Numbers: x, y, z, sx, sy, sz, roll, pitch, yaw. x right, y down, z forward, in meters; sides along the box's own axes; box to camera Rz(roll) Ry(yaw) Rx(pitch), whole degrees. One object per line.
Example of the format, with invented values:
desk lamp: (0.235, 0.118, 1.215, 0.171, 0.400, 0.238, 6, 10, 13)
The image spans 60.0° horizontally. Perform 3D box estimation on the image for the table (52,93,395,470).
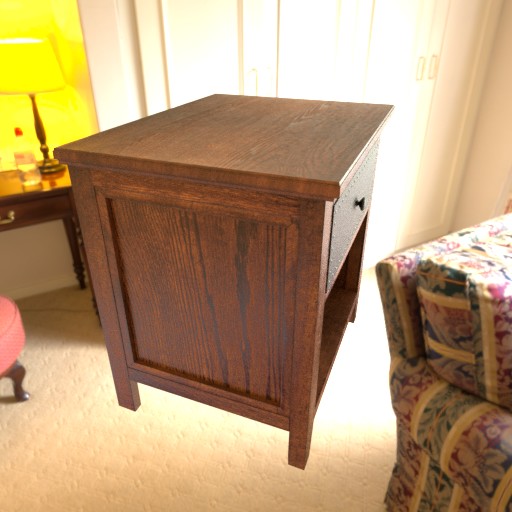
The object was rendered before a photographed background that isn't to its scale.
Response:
table: (0.000, 0.000, 1.006, 0.461, 0.597, 0.586, 11, 31, 19)
